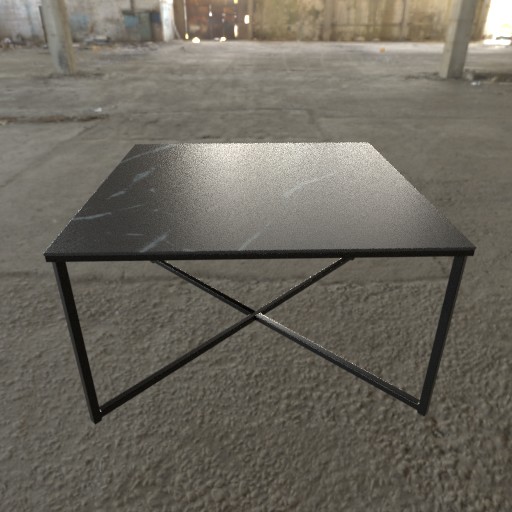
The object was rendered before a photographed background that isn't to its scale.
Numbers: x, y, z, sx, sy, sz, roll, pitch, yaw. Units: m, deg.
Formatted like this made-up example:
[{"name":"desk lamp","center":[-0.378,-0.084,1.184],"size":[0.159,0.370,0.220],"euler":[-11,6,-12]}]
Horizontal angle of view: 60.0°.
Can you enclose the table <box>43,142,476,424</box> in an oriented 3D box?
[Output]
[{"name":"table","center":[0.000,0.000,1.274],"size":[0.800,0.450,0.800],"euler":[-1,28,-2]}]
